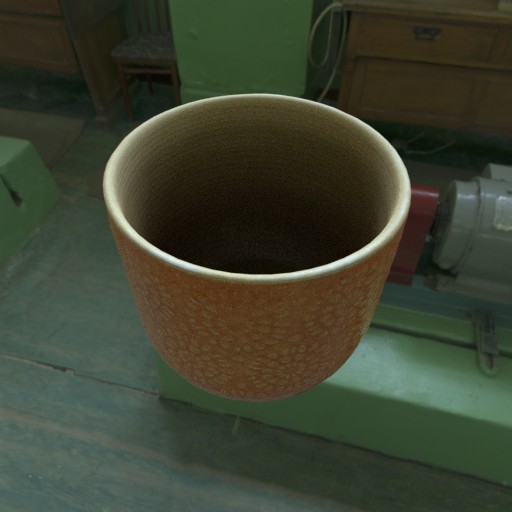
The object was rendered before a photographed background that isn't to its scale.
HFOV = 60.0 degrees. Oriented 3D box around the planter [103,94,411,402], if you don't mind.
[{"bbox_3d":[0.000,0.000,0.294,0.170,0.152,0.170,0,47,0],"label":"planter"}]
